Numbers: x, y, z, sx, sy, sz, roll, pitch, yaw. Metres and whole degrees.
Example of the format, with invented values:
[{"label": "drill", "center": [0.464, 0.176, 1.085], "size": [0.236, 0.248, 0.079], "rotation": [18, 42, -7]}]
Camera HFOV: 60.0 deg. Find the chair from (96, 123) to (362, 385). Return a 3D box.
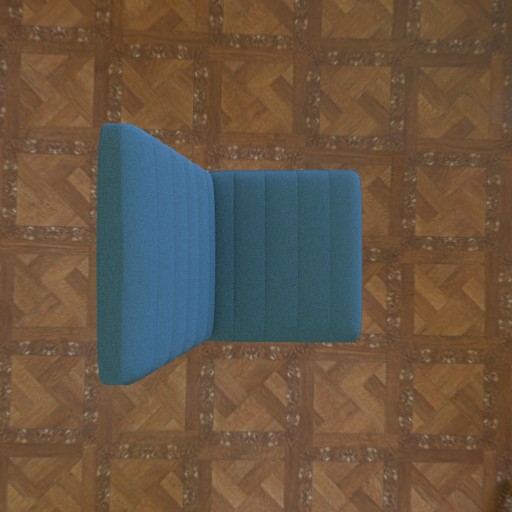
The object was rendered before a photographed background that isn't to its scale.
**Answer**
[{"label": "chair", "center": [0.000, 0.000, 1.300], "size": [0.634, 0.930, 0.520], "rotation": [0, 90, -1]}]
